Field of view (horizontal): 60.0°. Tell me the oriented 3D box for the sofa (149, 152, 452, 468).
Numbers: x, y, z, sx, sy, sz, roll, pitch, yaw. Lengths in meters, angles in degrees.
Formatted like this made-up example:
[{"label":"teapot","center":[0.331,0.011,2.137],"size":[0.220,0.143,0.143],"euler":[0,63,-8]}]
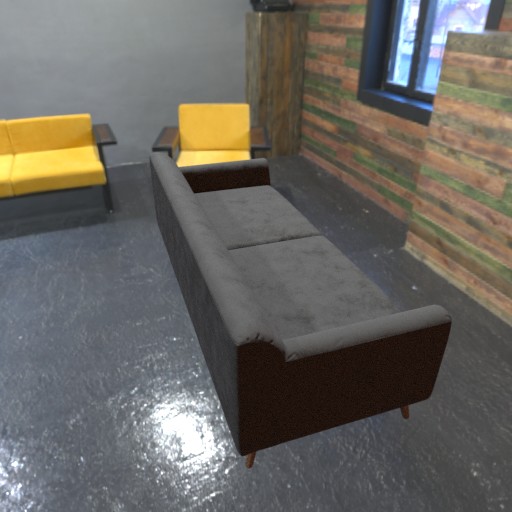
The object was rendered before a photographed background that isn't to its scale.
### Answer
[{"label":"sofa","center":[0.000,0.000,2.601],"size":[0.900,0.740,2.190],"euler":[-10,31,-16]}]
